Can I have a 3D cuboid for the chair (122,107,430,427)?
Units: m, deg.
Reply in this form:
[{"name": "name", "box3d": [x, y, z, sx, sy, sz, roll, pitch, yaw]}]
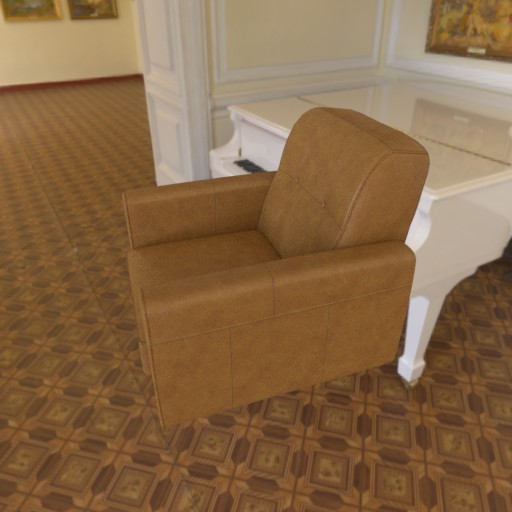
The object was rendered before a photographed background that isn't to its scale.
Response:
[{"name": "chair", "box3d": [0.000, 0.000, 1.680, 0.942, 0.968, 0.845, -10, 33, -15]}]
